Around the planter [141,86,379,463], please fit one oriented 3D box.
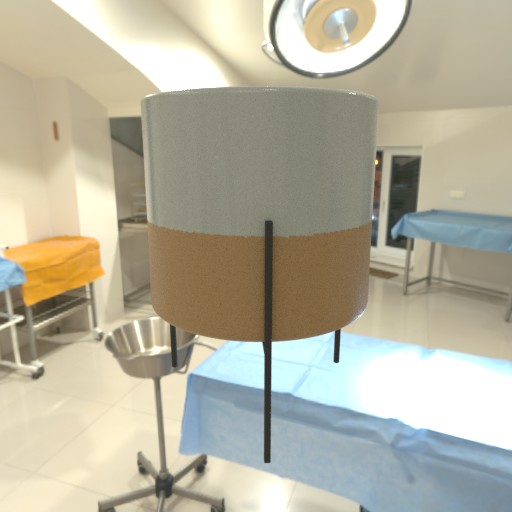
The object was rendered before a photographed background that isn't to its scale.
[{"bbox_3d":[0.000,0.000,0.720,0.360,0.480,0.348,7,16,26],"label":"planter"}]
